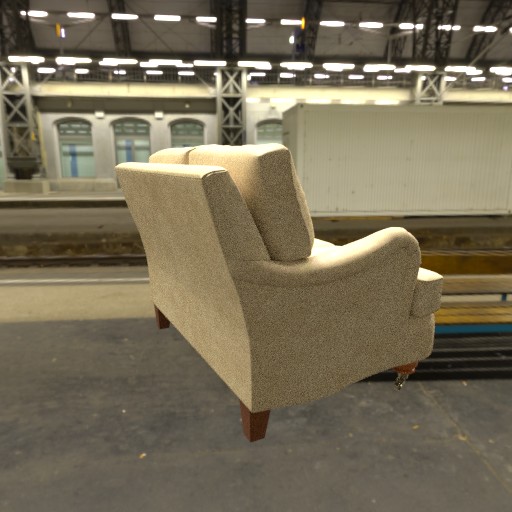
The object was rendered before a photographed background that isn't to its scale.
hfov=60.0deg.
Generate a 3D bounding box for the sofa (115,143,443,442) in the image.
[{"bbox_3d":[0.000,0.000,2.246,1.086,1.087,1.498,-6,14,-27],"label":"sofa"}]
